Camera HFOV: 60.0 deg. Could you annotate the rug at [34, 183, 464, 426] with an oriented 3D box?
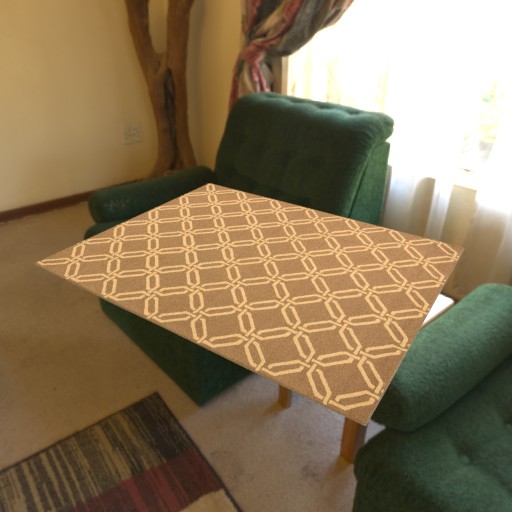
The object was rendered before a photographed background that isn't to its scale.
[{"bbox_3d":[0.000,0.000,3.788,2.895,0.018,2.288,18,34,29],"label":"rug"}]
